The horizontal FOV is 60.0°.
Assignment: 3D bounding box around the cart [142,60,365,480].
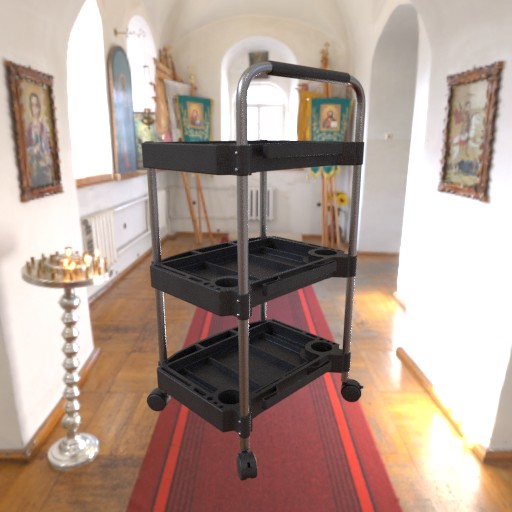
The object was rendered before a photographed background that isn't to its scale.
[{"bbox_3d":[0.000,0.000,1.406,0.518,1.075,0.584,15,22,43],"label":"cart"}]
